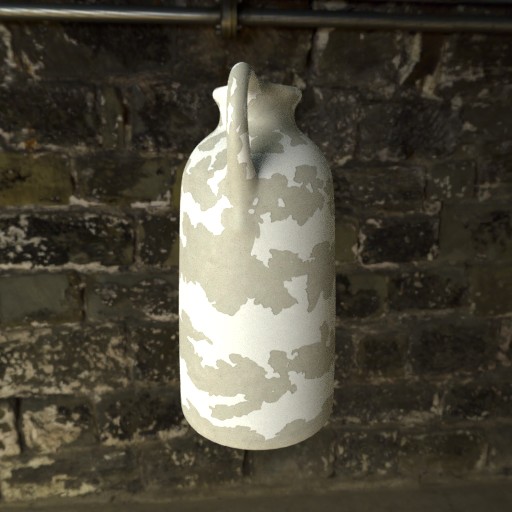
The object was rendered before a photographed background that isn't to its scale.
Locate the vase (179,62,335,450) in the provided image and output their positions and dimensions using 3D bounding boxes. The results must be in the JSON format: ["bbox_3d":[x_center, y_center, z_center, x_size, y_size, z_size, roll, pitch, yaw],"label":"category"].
[{"bbox_3d":[0.000,0.000,0.496,0.186,0.382,0.203,3,15,10],"label":"vase"}]
